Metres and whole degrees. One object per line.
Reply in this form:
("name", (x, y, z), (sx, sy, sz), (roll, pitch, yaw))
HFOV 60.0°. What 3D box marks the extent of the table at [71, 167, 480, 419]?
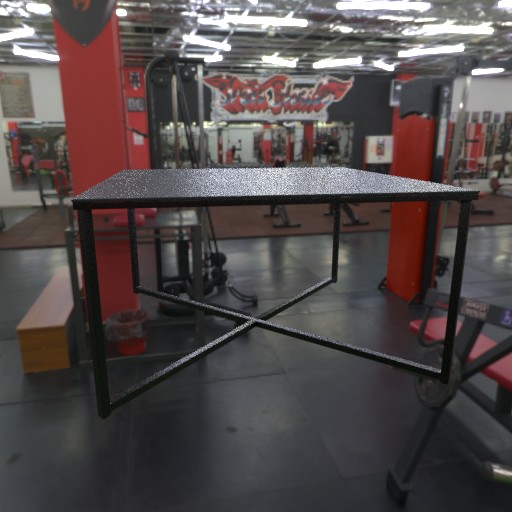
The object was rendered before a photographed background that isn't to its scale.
("table", (0.000, 0.000, 1.285), (0.800, 0.450, 0.800), (-3, 15, -9))
